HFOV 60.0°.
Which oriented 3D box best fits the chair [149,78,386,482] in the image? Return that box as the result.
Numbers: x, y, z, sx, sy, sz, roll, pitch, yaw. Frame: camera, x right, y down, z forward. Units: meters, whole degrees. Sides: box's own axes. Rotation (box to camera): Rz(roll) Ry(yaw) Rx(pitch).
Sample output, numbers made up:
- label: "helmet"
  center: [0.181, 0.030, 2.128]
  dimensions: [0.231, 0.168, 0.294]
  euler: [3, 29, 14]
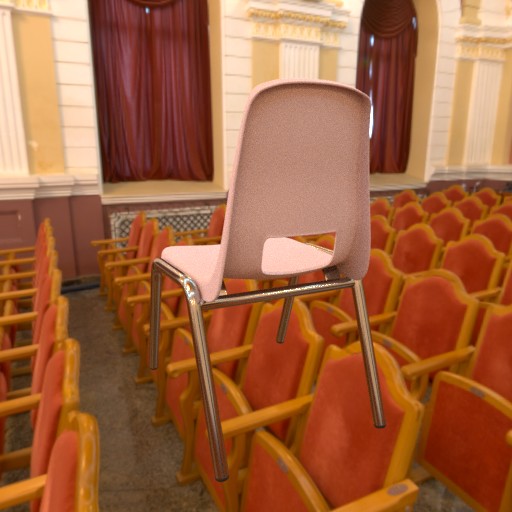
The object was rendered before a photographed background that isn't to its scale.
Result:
- label: "chair"
  center: [0.000, 0.000, 0.849]
  dimensions: [0.354, 0.586, 0.423]
  euler: [-6, 15, -25]
